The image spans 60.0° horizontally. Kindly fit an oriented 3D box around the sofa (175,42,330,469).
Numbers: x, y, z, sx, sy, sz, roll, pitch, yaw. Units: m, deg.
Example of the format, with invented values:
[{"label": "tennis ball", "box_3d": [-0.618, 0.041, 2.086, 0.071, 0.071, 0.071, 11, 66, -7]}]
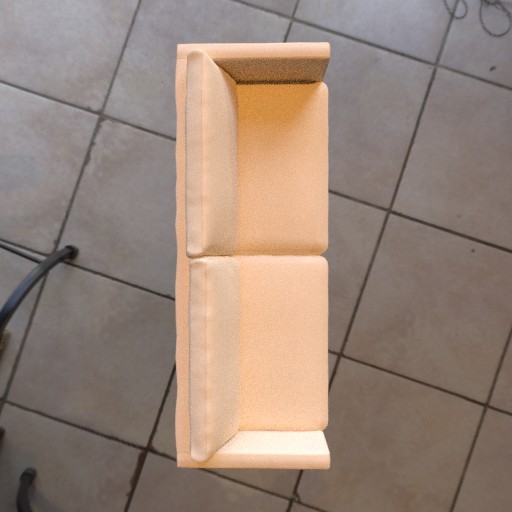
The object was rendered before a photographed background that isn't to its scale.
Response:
[{"label": "sofa", "box_3d": [0.000, 0.000, 3.187, 1.036, 0.999, 2.779, 0, 90, 1]}]
